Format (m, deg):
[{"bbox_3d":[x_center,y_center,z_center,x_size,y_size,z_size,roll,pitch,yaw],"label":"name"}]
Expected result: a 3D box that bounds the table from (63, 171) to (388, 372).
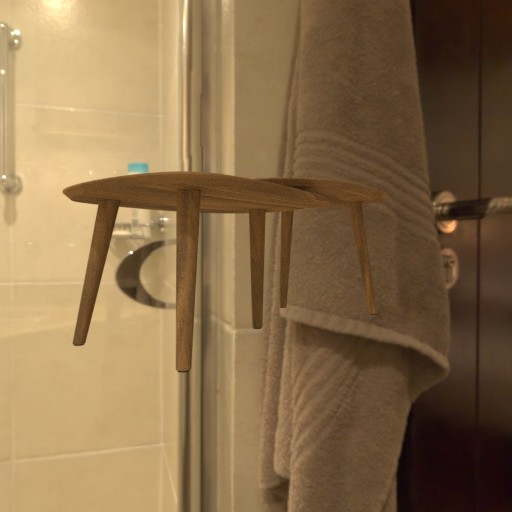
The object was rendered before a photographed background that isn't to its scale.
[{"bbox_3d":[0.000,0.000,1.331,0.527,0.429,1.084,0,0,36],"label":"table"}]
